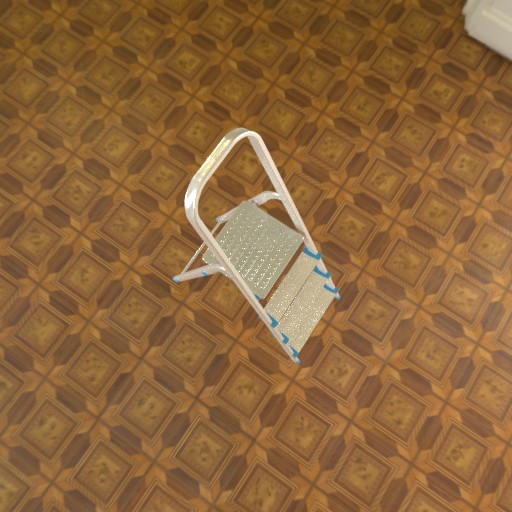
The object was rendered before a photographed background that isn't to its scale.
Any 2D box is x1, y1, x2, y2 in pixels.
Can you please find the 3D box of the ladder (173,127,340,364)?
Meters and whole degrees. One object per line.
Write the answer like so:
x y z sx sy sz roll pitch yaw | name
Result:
0.000 0.000 1.794 0.842 1.434 0.445 33 78 8 | ladder
